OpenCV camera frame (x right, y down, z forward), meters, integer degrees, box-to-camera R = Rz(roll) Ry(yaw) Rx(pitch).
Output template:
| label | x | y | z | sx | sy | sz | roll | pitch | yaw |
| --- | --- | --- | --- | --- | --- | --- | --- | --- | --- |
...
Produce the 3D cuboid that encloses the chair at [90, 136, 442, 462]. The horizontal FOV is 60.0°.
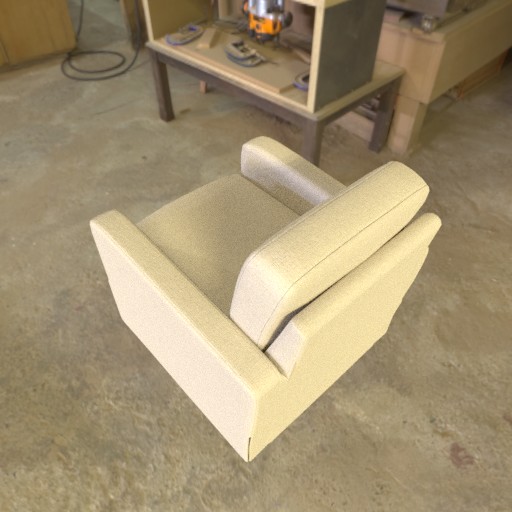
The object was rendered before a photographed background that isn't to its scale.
| label | x | y | z | sx | sy | sz | roll | pitch | yaw |
| --- | --- | --- | --- | --- | --- | --- | --- | --- | --- |
| chair | 0.000 | 0.000 | 1.481 | 0.755 | 0.827 | 0.888 | -34 | 55 | -28 |
